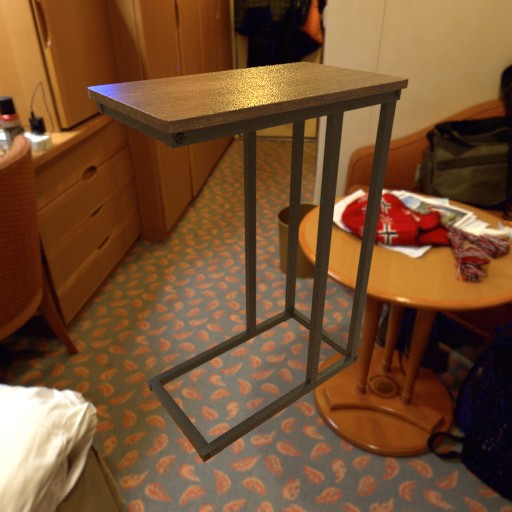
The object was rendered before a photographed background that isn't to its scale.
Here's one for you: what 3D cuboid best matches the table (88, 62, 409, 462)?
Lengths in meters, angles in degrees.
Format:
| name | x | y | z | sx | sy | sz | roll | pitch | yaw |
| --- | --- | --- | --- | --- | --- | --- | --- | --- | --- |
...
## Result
| name | x | y | z | sx | sy | sz | roll | pitch | yaw |
| --- | --- | --- | --- | --- | --- | --- | --- | --- | --- |
| table | 0.000 | 0.000 | 0.862 | 0.450 | 0.637 | 0.254 | -22 | 37 | -32 |
